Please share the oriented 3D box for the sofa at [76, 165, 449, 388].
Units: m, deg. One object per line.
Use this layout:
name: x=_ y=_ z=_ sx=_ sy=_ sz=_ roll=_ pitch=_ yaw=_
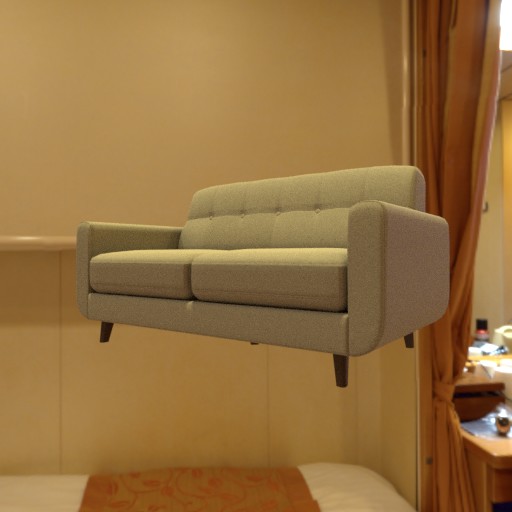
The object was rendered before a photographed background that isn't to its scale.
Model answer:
sofa: x=0.000 y=0.000 z=2.237 sx=1.655 sy=0.892 sz=0.980 roll=0 pitch=0 yaw=36
